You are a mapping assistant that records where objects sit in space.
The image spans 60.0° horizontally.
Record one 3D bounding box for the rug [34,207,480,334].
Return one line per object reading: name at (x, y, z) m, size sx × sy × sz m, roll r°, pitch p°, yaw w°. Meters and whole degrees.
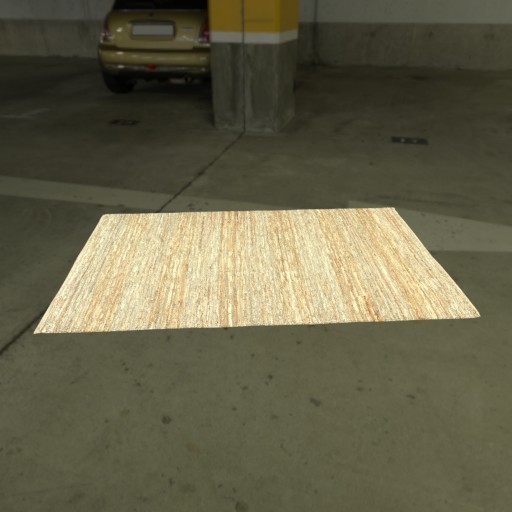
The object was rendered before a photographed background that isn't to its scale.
rug at (0.000, 0.000, 3.057) m, size 2.446 × 0.009 × 1.529 m, roll -2°, pitch 30°, yaw -3°
